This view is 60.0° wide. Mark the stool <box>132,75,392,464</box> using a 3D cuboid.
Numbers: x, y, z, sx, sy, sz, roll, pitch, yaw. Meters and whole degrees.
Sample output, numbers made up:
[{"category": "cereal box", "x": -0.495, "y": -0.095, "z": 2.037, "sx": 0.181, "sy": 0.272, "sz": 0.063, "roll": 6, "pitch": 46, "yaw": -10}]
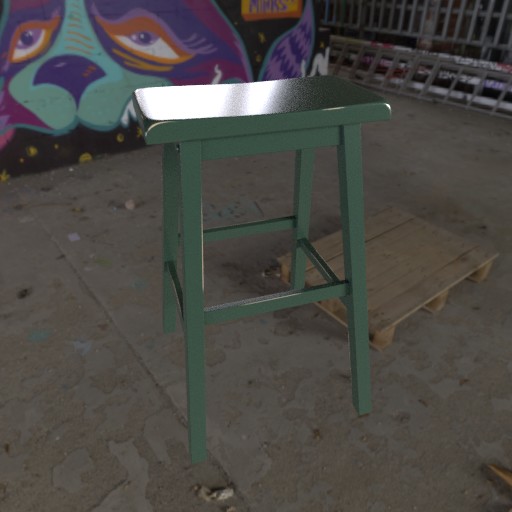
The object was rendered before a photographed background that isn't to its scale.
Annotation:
[{"category": "stool", "x": 0.000, "y": 0.000, "z": 1.044, "sx": 0.457, "sy": 0.737, "sz": 0.476, "roll": -10, "pitch": 35, "yaw": -15}]
